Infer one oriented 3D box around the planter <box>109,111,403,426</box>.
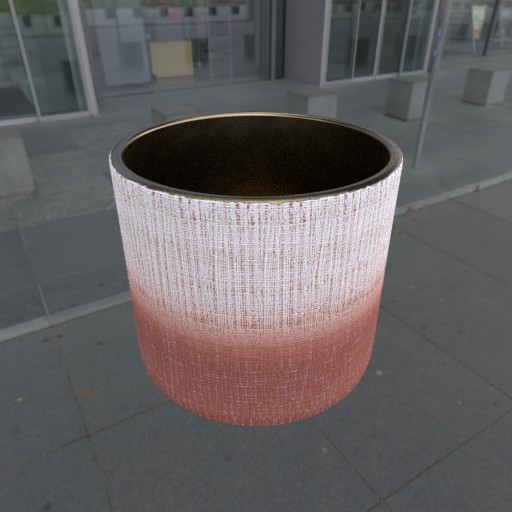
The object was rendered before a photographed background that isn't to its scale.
[{"bbox_3d":[0.000,0.000,0.390,0.221,0.201,0.221,0,31,0],"label":"planter"}]
